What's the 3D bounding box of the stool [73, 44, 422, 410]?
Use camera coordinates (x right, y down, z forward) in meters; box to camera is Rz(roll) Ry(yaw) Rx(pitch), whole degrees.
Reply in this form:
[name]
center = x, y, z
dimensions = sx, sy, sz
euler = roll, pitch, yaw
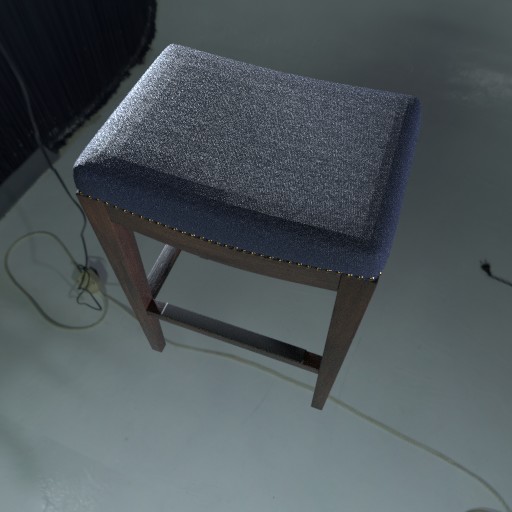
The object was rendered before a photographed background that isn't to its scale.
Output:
[stool]
center = 0.000, 0.000, 0.999
dimensions = 0.498, 0.740, 0.358
euler = 17, 59, 11
